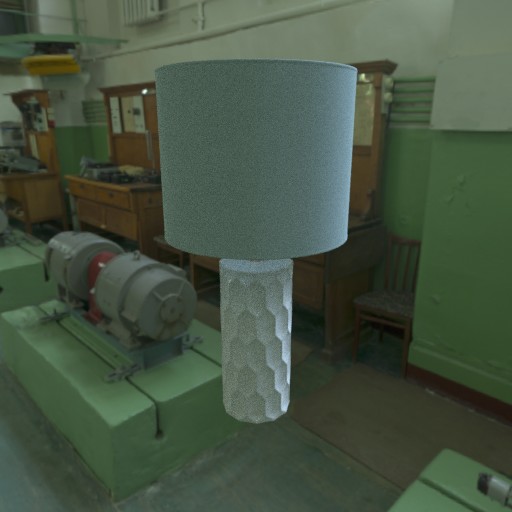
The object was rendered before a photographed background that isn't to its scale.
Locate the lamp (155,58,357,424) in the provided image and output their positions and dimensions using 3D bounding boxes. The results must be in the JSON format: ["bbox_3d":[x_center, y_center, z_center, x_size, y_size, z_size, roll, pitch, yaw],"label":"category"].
[{"bbox_3d":[0.000,0.000,0.694,0.277,0.534,0.277,16,23,42],"label":"lamp"}]
